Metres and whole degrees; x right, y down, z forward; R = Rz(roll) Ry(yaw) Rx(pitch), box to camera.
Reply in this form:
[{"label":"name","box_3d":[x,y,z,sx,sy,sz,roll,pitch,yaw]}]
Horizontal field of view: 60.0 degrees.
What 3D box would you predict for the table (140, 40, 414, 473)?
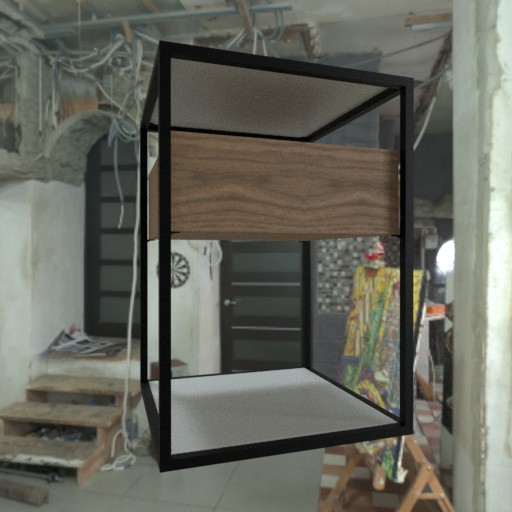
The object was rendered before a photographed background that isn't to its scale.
[{"label":"table","box_3d":[0.000,0.000,0.791,0.378,0.540,0.378,0,0,-18]}]
